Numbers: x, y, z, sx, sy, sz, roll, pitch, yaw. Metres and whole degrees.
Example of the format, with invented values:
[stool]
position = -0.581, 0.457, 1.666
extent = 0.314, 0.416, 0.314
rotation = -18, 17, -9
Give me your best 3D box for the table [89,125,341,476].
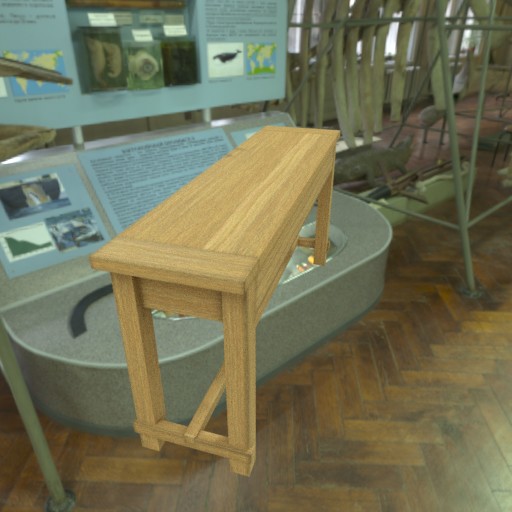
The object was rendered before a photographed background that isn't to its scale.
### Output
[table]
position = 0.000, 0.000, 1.913
extent = 0.442, 0.762, 1.599
rotation = 8, 29, 15
